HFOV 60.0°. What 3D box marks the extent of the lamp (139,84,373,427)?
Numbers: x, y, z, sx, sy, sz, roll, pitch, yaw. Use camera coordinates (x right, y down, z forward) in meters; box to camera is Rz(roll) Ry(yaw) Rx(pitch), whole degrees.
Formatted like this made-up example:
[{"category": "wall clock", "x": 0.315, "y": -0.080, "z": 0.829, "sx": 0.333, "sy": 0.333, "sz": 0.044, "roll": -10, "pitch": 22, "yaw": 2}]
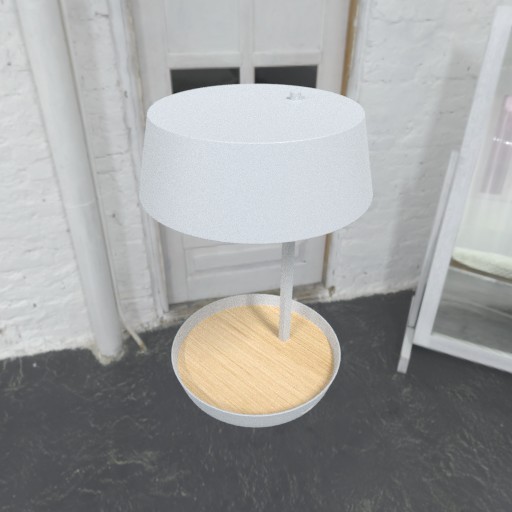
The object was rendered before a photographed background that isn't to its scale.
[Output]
[{"category": "lamp", "x": 0.000, "y": 0.000, "z": 0.624, "sx": 0.291, "sy": 0.429, "sz": 0.291, "roll": 0, "pitch": 33, "yaw": 0}]
